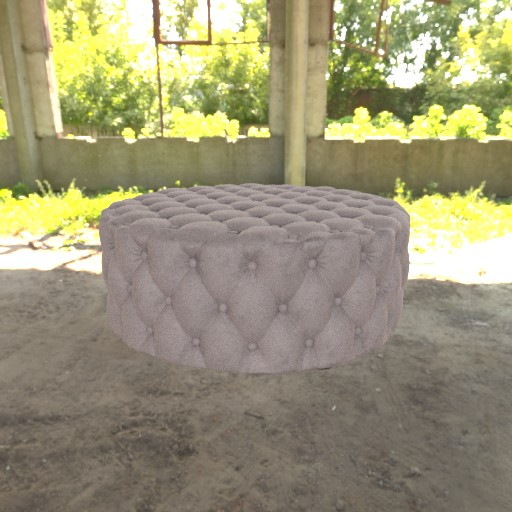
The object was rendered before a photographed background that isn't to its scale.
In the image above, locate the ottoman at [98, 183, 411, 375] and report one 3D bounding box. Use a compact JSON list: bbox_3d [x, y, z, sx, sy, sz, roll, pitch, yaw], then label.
[{"bbox_3d":[0.000,0.000,1.512,0.998,0.399,0.998,0,16,0],"label":"ottoman"}]
